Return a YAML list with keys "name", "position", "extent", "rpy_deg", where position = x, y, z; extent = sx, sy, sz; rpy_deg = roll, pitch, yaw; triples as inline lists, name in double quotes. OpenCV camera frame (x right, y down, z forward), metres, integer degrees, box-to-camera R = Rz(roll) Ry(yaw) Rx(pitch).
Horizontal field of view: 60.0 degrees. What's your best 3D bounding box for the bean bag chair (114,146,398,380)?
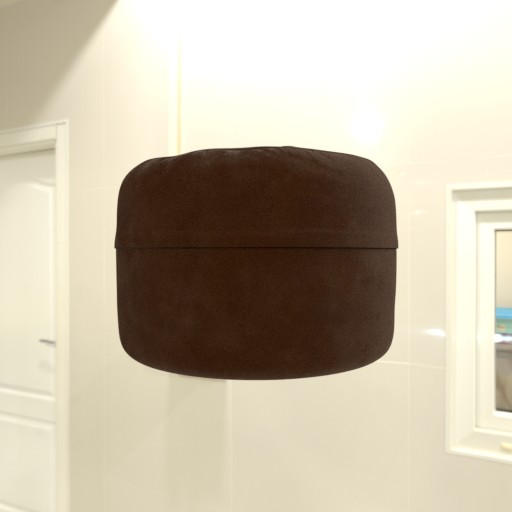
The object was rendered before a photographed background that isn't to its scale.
- name: "bean bag chair"
  position: [0.000, 0.000, 1.502]
  extent: [0.918, 0.616, 0.918]
  rpy_deg: [0, 0, 0]
